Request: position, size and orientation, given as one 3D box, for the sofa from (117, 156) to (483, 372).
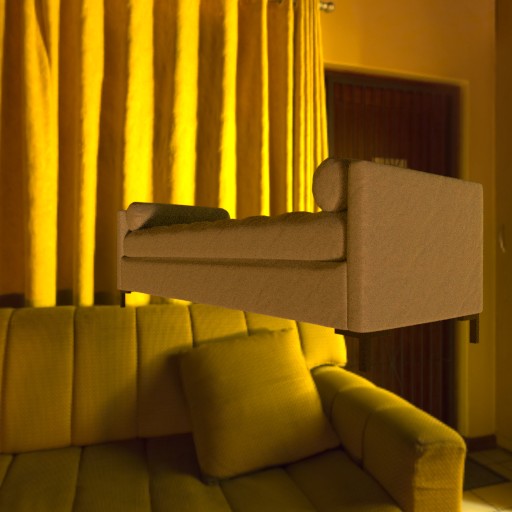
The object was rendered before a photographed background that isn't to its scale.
[{"bbox_3d":[0.000,0.000,2.404,0.796,0.705,2.102,0,1,-38],"label":"sofa"}]
